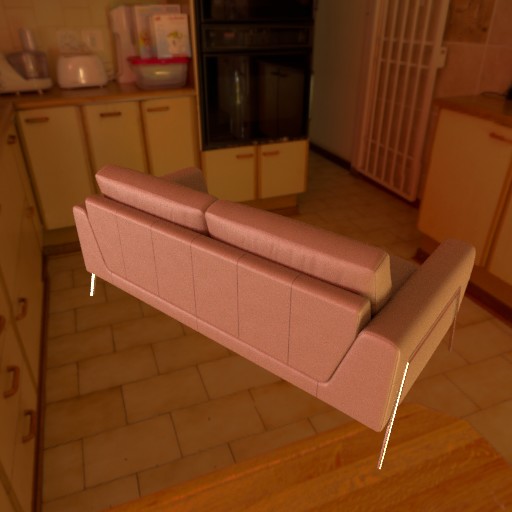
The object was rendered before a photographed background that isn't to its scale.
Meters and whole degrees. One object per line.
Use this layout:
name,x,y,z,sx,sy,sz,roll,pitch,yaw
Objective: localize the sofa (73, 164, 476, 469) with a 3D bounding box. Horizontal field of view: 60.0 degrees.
sofa,0.000,0.000,2.447,2.017,0.875,0.953,21,36,33
